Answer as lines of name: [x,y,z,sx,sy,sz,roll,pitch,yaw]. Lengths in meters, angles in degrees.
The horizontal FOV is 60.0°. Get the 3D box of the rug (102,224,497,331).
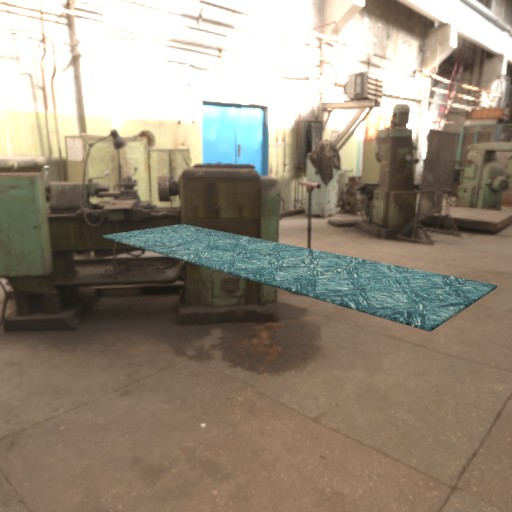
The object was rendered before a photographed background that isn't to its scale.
rug: [0.000,0.000,2.472,2.286,0.016,0.676,13,19,43]
